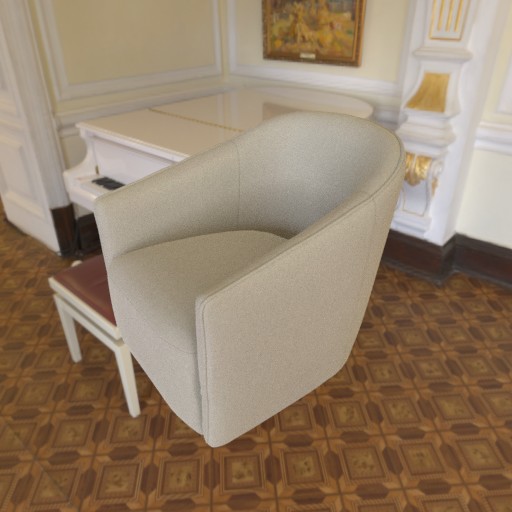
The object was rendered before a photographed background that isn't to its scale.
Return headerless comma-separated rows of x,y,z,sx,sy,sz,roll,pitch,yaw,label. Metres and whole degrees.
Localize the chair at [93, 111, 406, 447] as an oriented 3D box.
0.000,0.000,1.477,0.875,0.799,0.747,-20,36,-31,chair
